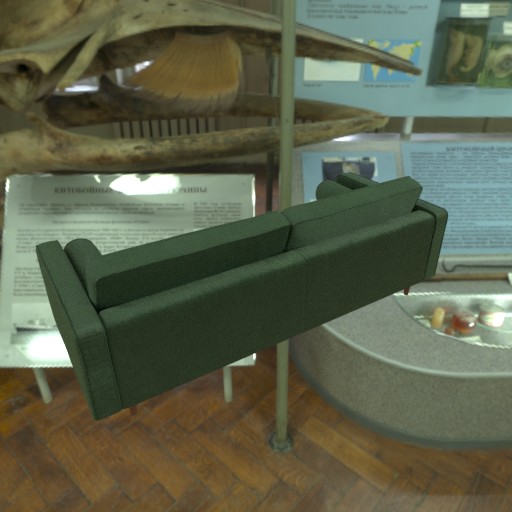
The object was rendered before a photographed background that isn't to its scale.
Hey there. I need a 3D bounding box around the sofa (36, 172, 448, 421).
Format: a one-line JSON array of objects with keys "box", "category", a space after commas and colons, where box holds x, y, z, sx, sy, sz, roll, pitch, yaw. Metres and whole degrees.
[{"box": [0.000, 0.000, 2.585, 2.199, 0.769, 0.918, -17, 34, -28], "category": "sofa"}]
